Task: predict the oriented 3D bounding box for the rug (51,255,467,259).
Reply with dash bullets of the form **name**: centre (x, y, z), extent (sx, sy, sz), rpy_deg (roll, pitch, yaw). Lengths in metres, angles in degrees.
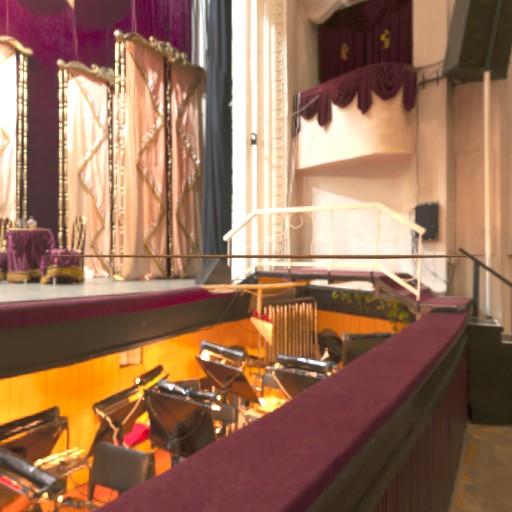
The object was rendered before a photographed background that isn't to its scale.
- **rug**: centre (0.000, 0.000, 2.909), extent (2.290, 0.014, 1.526), rpy_deg (0, 0, 36)
